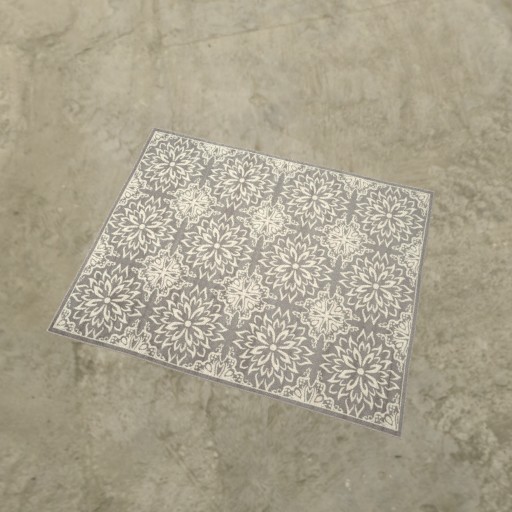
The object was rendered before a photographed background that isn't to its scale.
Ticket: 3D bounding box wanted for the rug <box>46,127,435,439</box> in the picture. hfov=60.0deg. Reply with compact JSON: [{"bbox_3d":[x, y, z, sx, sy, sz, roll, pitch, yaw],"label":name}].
[{"bbox_3d":[0.000,0.000,4.043,2.980,0.012,2.363,15,64,7],"label":"rug"}]
